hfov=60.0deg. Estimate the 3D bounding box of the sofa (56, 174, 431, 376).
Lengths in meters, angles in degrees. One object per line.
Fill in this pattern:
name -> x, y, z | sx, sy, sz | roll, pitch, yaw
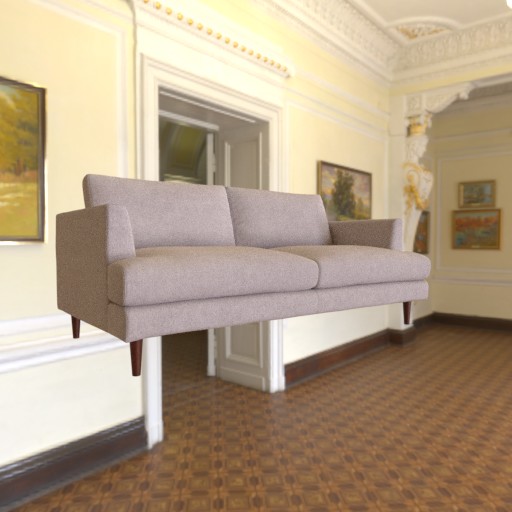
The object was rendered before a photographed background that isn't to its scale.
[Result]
sofa -> 0.000, 0.000, 2.548 | 1.948, 0.868, 1.020 | -1, 2, -37
